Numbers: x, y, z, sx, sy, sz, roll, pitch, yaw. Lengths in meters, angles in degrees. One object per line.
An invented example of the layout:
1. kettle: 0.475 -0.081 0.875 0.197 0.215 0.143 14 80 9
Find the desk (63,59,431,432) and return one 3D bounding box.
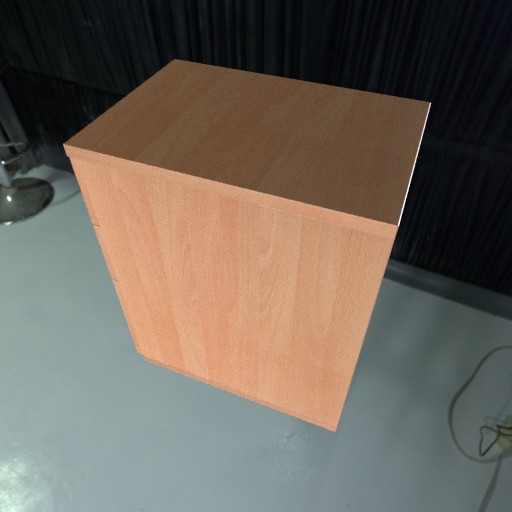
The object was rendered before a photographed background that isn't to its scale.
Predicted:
1. desk: 0.000 0.000 1.103 0.600 0.730 0.404 16 48 15
